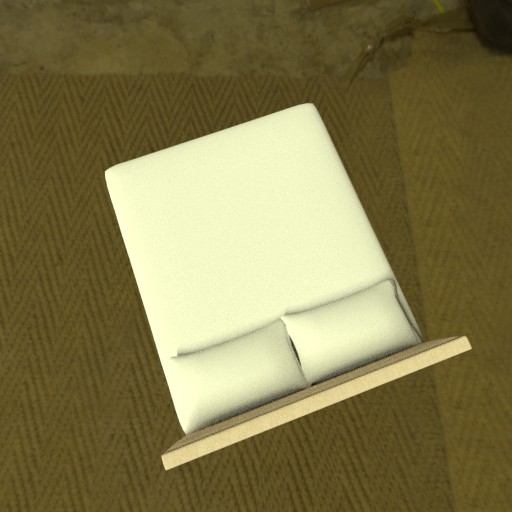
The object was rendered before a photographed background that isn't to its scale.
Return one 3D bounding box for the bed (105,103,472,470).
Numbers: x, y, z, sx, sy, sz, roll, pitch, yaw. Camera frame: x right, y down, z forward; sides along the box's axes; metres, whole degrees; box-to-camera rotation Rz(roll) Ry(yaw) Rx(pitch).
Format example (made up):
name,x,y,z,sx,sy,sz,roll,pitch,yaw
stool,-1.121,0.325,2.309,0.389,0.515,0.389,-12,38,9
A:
name,x,y,z,sx,sy,sz,roll,pitch,yaw
bed,0.000,0.000,2.813,1.616,1.016,1.876,-20,76,-5
